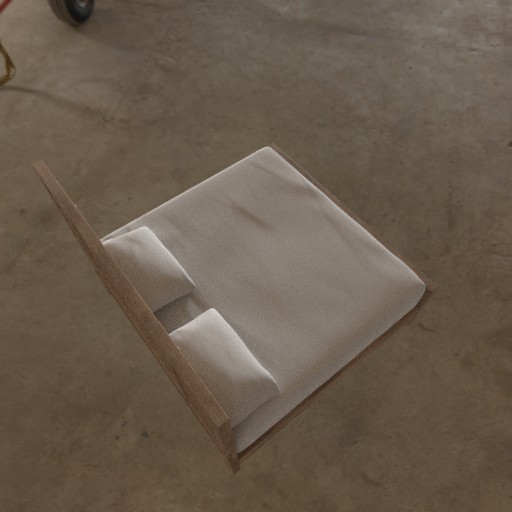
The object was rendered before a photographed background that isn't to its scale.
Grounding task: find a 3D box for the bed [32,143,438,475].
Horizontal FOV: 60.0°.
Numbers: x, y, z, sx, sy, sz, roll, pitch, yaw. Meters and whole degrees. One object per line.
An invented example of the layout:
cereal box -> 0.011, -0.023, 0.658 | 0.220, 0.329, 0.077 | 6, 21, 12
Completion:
bed -> 0.000, 0.000, 3.399 | 2.032, 1.626, 2.032 | -33, 63, -20
